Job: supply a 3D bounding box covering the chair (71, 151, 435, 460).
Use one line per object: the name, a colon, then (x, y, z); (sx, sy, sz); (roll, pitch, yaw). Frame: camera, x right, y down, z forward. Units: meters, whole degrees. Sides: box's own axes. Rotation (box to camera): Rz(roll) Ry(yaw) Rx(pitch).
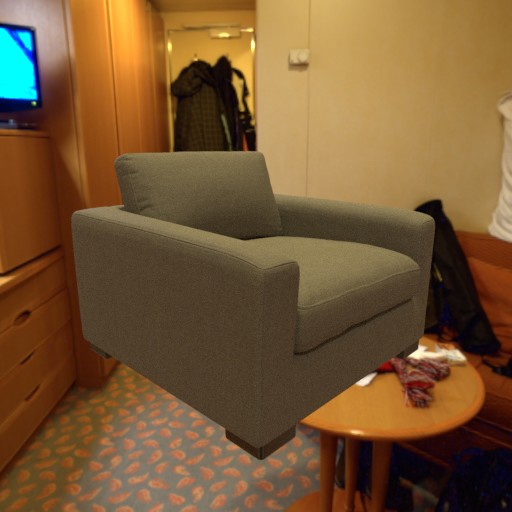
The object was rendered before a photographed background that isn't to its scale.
chair: (0.000, 0.000, 1.854); (1.100, 0.847, 1.070); (13, 19, 43)
